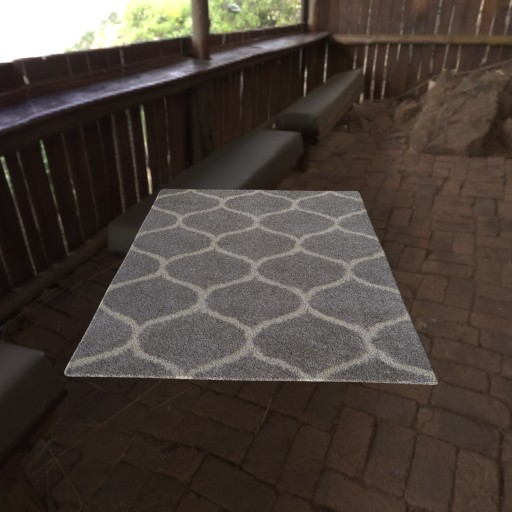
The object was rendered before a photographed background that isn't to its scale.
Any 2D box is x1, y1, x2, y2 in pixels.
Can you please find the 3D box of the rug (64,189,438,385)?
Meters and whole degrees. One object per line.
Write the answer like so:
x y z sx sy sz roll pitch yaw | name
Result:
0.000 0.000 4.088 2.399 0.026 3.000 1 32 1 | rug
